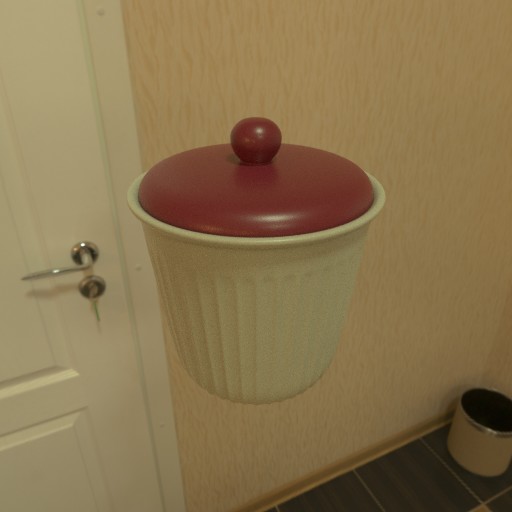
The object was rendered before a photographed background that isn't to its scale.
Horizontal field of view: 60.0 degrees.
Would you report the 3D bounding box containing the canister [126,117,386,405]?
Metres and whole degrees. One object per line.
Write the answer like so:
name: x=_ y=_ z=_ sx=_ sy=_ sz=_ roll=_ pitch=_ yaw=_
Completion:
canister: x=0.000 y=0.000 z=0.347 sx=0.181 sy=0.211 sz=0.181 roll=0 pitch=29 yaw=0
